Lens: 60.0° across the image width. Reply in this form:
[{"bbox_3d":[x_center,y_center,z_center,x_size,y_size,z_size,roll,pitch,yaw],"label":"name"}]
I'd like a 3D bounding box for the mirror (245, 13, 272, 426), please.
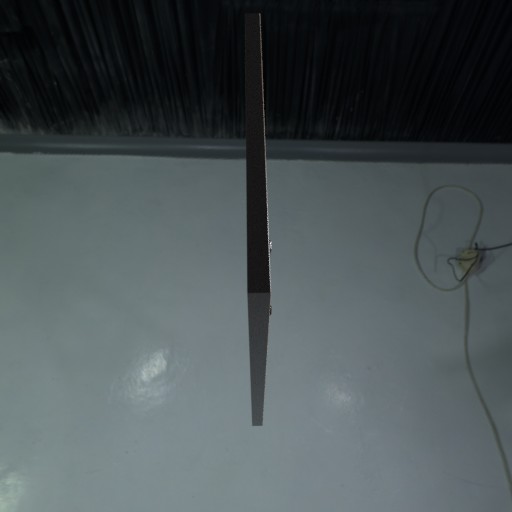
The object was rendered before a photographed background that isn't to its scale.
[{"bbox_3d":[0.000,0.000,1.311,0.041,1.016,0.762,-1,58,-1],"label":"mirror"}]
